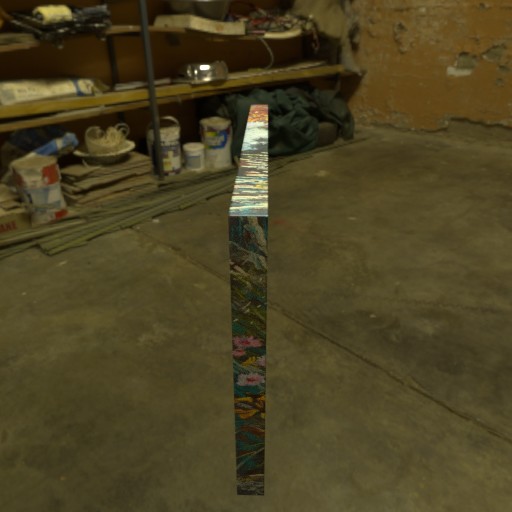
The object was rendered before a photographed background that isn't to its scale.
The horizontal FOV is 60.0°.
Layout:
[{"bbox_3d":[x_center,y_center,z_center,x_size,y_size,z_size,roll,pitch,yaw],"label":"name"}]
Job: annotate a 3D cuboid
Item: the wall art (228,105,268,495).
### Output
[{"bbox_3d":[0.000,0.000,0.771,0.037,0.406,0.610,1,28,1],"label":"wall art"}]
